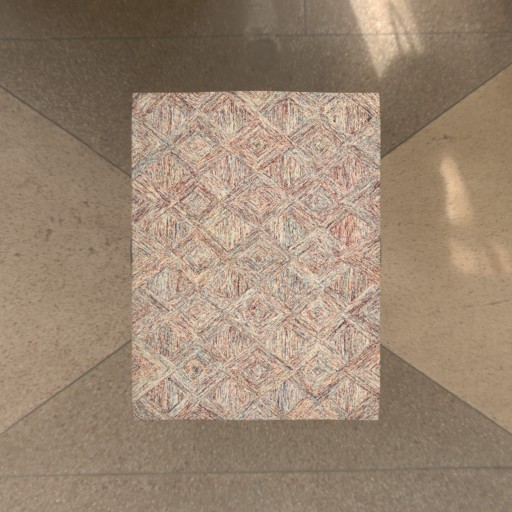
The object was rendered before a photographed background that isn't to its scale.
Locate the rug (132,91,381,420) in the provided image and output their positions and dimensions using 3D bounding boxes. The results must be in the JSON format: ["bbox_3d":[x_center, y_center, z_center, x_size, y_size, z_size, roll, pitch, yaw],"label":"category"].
[{"bbox_3d":[0.000,0.000,4.344,2.436,0.024,3.226,0,90,0],"label":"rug"}]
